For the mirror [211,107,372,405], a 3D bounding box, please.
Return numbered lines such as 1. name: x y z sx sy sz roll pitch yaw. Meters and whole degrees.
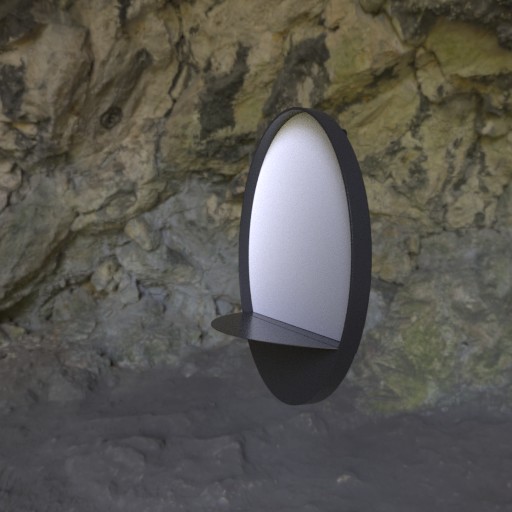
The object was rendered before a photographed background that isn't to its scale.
1. mirror: 0.000 0.000 0.700 0.133 0.457 0.457 0 -1 -18
